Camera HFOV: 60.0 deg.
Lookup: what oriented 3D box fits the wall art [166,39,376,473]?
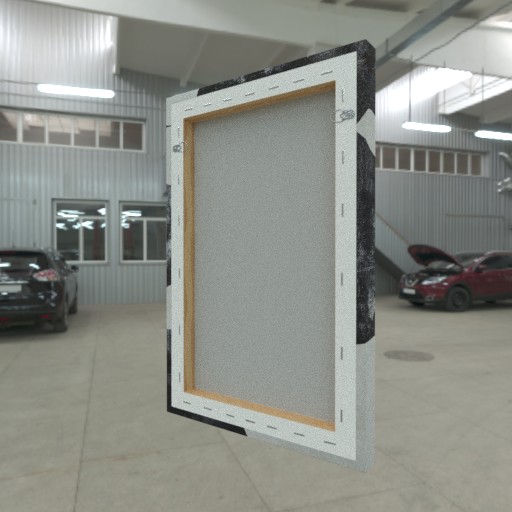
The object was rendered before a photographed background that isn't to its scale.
[{"bbox_3d":[0.000,0.000,0.756,0.407,0.610,0.039,0,1,36],"label":"wall art"}]
